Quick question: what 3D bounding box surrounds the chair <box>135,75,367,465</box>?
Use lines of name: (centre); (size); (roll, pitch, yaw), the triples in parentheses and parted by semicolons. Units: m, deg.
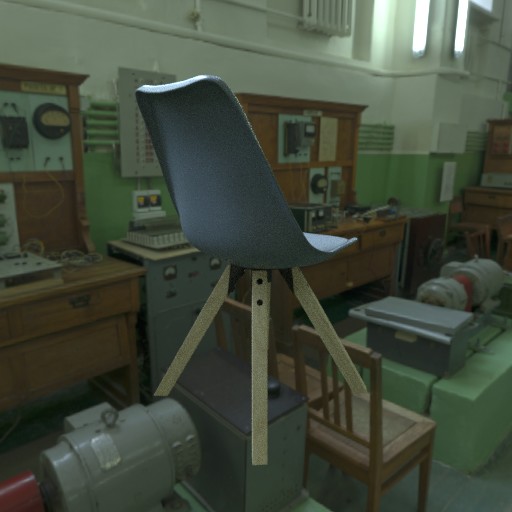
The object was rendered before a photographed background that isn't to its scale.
chair: (0.000, 0.000, 1.209); (0.550, 0.850, 0.485); (-13, 19, -43)
